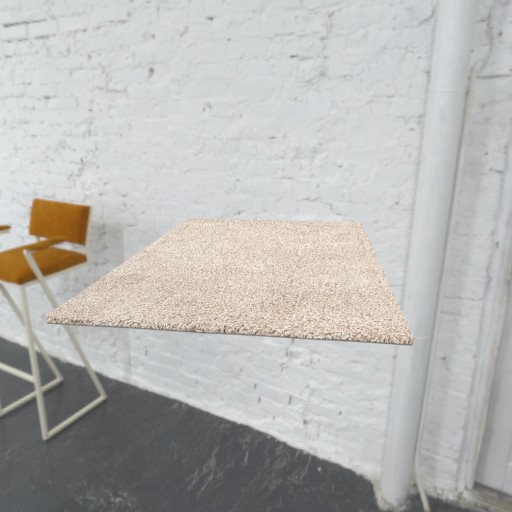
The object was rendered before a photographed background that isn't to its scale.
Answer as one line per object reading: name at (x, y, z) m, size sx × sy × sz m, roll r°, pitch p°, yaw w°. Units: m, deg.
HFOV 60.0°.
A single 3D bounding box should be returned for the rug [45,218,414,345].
rug at (0.000, 0.000, 2.273) m, size 1.219 × 0.030 × 1.778 m, roll 2°, pitch 16°, yaw 7°
